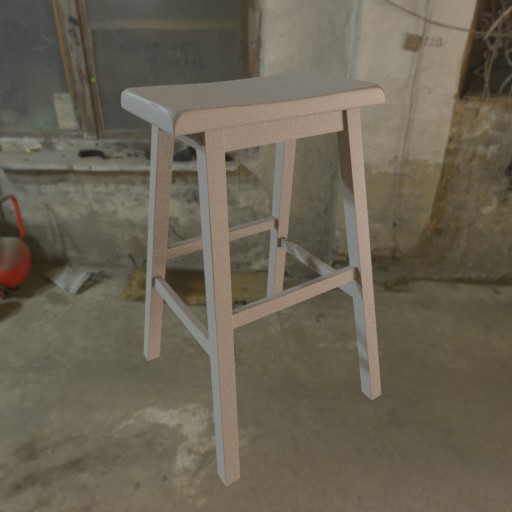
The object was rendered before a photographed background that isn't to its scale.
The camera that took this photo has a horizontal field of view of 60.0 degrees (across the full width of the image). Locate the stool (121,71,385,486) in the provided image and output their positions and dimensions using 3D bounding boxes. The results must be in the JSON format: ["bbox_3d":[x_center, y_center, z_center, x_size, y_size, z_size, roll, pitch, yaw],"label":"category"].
[{"bbox_3d":[0.000,0.000,1.019,0.457,0.737,0.476,-18,34,-28],"label":"stool"}]
